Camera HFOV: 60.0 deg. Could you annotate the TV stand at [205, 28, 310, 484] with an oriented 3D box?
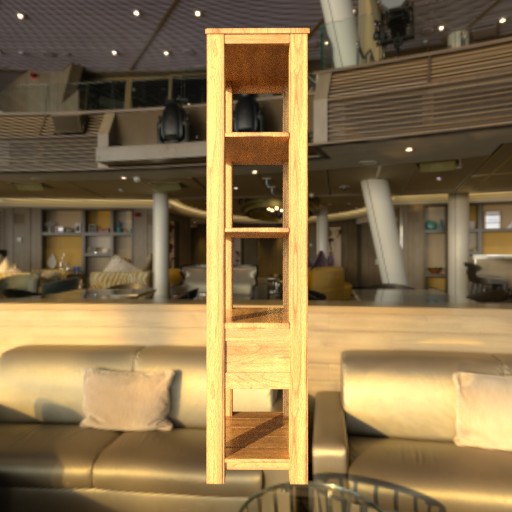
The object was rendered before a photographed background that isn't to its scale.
[{"bbox_3d":[0.000,0.000,2.054,0.435,1.828,0.565,0,0,1],"label":"TV stand"}]
